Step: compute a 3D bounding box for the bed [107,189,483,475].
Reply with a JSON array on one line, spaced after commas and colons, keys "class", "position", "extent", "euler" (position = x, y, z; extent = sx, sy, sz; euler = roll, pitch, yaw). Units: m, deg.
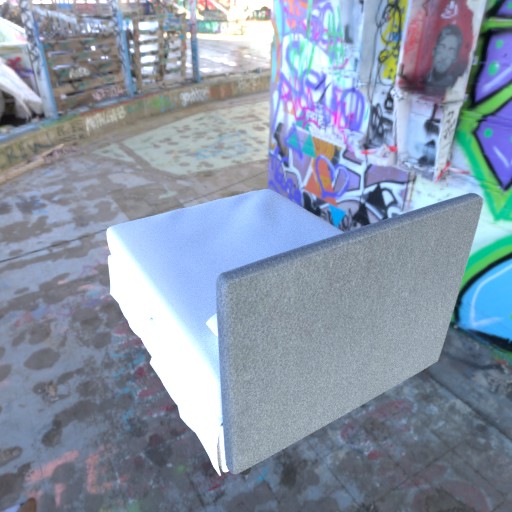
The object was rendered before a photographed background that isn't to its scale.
[{"class": "bed", "position": [0.000, 0.000, 3.172], "extent": [1.723, 1.330, 2.142], "euler": [-18, 35, -27]}]
